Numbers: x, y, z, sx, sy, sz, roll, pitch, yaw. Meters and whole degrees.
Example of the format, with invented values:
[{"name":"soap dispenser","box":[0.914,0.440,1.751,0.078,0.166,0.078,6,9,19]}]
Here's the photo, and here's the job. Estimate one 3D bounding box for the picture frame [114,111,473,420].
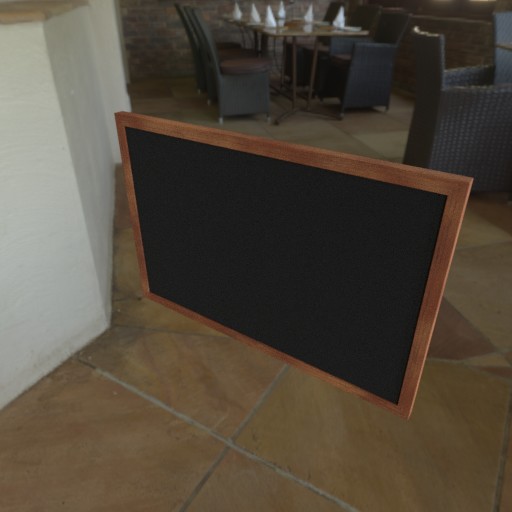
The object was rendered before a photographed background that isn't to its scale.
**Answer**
[{"name":"picture frame","box":[0.000,0.000,1.201,0.950,0.640,0.029,19,36,29]}]
